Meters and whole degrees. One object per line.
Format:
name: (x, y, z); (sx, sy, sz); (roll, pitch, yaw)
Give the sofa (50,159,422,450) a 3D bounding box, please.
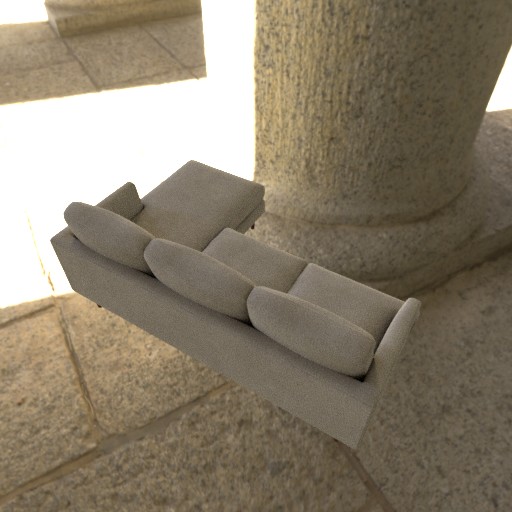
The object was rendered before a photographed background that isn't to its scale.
sofa: (0.000, 0.000, 3.058); (2.233, 0.956, 1.504); (23, 50, 21)
